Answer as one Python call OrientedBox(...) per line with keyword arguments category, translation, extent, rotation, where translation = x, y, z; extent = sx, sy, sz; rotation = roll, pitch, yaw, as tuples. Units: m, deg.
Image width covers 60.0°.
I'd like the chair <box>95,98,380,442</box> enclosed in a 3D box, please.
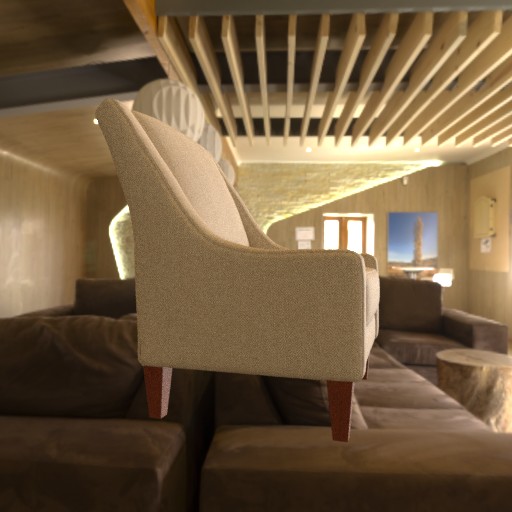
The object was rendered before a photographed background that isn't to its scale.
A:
OrientedBox(category="chair", translation=(0.000, 0.000, 1.648), extent=(0.870, 1.014, 0.774), rotation=(0, -1, 18))
